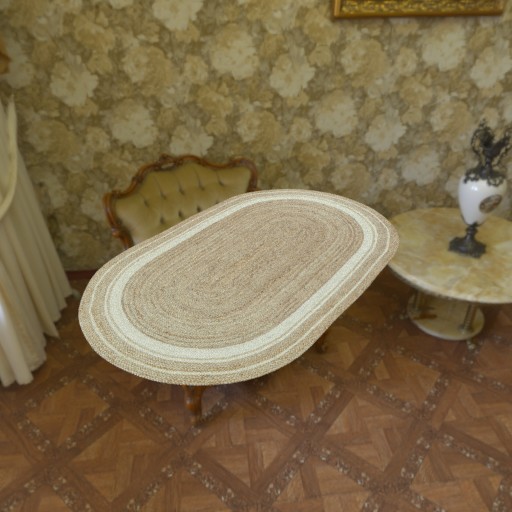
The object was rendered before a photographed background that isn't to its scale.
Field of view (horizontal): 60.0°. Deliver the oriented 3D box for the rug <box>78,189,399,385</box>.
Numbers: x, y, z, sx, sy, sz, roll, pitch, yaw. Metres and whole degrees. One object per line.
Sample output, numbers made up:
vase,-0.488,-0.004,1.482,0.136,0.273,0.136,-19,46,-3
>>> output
rug,0.000,0.000,3.005,1.520,0.006,2.432,22,38,31
